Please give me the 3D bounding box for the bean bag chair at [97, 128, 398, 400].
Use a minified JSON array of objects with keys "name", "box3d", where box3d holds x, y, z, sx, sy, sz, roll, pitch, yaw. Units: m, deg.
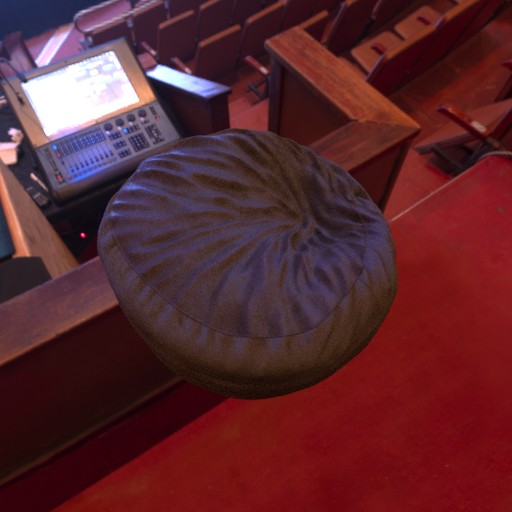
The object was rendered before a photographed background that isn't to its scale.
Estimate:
[{"name":"bean bag chair","box3d":[0.000,0.000,2.041,1.245,0.821,1.245,0,60,0]}]
